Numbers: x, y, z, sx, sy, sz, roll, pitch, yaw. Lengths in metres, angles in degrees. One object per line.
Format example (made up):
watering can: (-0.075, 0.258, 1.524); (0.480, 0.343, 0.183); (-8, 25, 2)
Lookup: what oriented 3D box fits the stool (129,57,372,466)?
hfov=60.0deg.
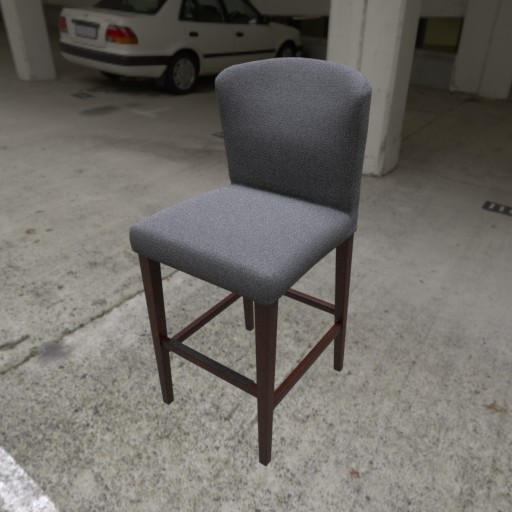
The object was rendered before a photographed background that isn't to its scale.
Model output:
stool: (0.000, 0.000, 1.355); (0.486, 1.069, 0.568); (19, 35, 30)
